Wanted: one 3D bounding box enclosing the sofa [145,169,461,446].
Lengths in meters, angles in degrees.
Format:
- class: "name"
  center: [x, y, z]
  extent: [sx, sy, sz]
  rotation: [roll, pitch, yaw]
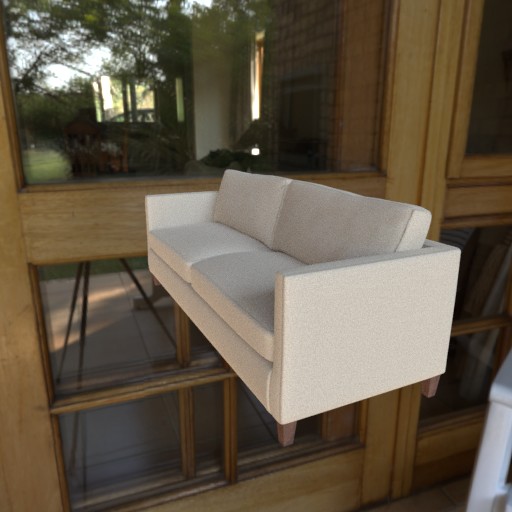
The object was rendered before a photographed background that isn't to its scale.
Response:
- class: "sofa"
  center: [0.000, 0.000, 2.878]
  extent: [0.951, 0.968, 2.361]
  rotation: [-8, 17, -25]
